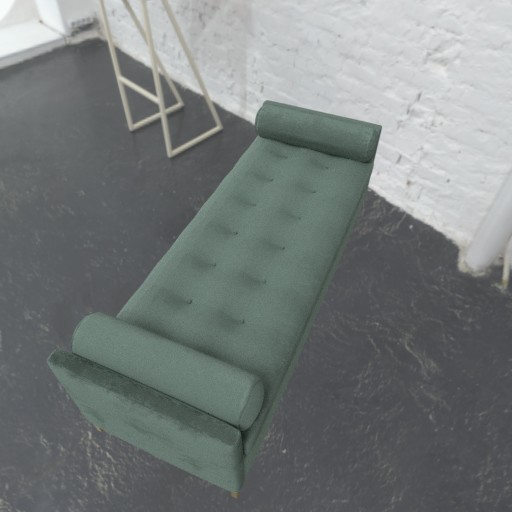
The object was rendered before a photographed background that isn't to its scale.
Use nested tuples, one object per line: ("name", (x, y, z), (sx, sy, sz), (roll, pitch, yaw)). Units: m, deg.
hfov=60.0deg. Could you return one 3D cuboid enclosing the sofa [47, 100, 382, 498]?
("sofa", (0.000, 0.000, 2.367), (0.796, 0.705, 2.102), (18, 50, 16))
